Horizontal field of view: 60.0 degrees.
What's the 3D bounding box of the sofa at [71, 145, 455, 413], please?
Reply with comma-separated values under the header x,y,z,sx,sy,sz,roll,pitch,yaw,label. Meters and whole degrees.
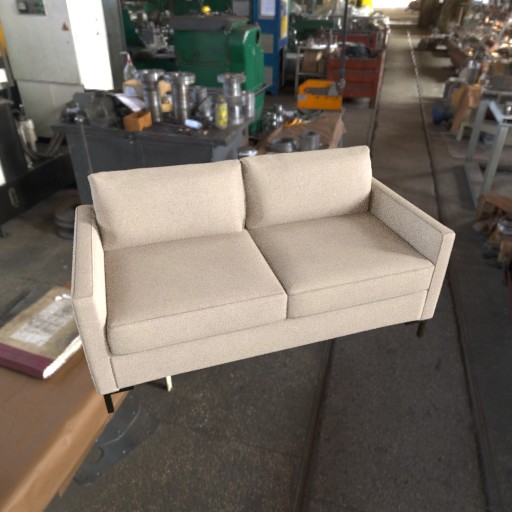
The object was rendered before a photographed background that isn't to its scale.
x,y,z,sx,sy,sz,roll,pitch,yaw,label
0.000,0.000,2.230,1.682,0.840,0.875,-10,33,-15,sofa
